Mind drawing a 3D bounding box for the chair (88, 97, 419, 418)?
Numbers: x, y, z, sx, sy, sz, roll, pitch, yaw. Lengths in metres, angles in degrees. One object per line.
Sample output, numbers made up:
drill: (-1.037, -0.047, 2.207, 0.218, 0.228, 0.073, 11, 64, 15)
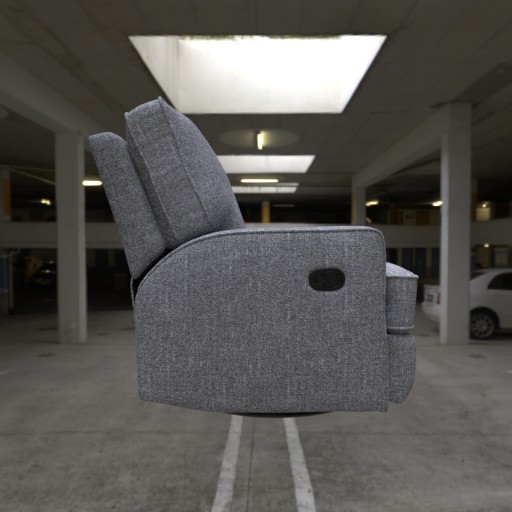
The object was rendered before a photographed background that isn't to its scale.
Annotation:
chair: (0.000, 0.000, 1.648, 0.964, 0.962, 0.861, 0, 2, 1)
